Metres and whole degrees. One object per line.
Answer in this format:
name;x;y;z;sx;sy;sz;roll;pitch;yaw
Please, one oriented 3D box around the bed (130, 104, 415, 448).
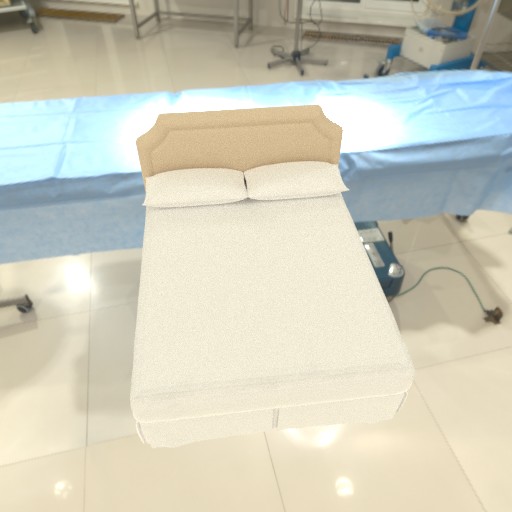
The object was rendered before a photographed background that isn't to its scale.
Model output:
bed;0.000;0.000;3.884;2.134;1.524;2.548;-5;45;-5
